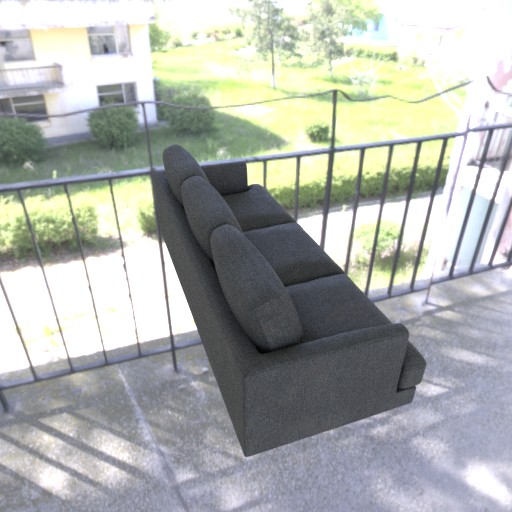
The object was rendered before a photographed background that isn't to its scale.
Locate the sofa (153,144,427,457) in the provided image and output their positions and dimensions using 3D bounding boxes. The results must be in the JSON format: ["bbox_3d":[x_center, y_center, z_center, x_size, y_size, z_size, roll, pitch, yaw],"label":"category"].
[{"bbox_3d":[0.000,0.000,2.781,0.903,0.930,2.246,-11,34,-17],"label":"sofa"}]
